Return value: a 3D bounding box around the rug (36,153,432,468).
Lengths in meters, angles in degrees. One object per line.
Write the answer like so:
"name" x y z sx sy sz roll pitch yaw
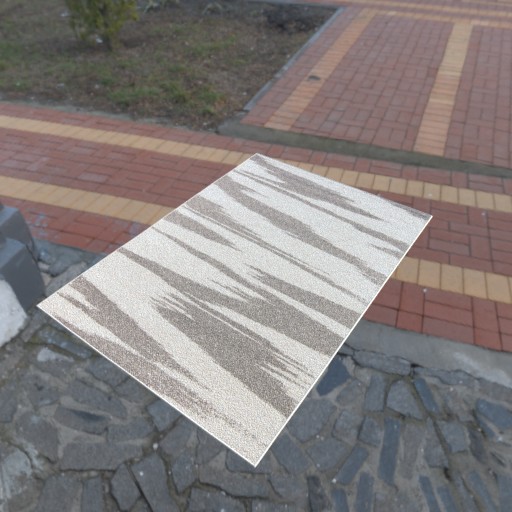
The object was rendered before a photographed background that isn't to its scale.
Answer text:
"rug" 0.000 0.000 2.811 1.533 0.010 2.142 26 48 26
